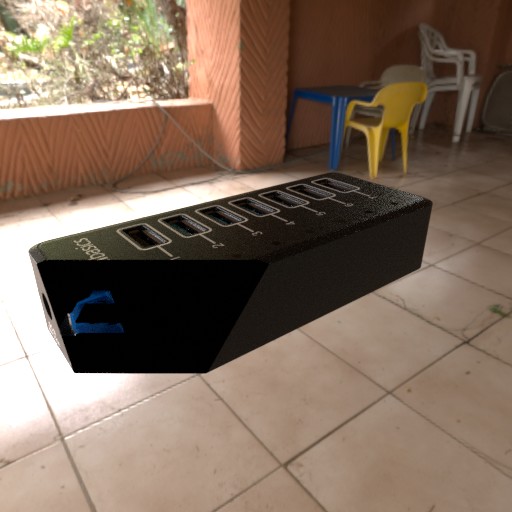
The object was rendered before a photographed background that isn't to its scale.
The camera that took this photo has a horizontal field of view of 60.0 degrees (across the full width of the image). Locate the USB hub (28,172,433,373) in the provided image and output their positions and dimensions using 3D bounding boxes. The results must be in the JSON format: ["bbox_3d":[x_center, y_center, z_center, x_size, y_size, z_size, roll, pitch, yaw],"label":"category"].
[{"bbox_3d":[0.000,0.000,0.128,0.110,0.023,0.044,-19,32,-33],"label":"USB hub"}]
